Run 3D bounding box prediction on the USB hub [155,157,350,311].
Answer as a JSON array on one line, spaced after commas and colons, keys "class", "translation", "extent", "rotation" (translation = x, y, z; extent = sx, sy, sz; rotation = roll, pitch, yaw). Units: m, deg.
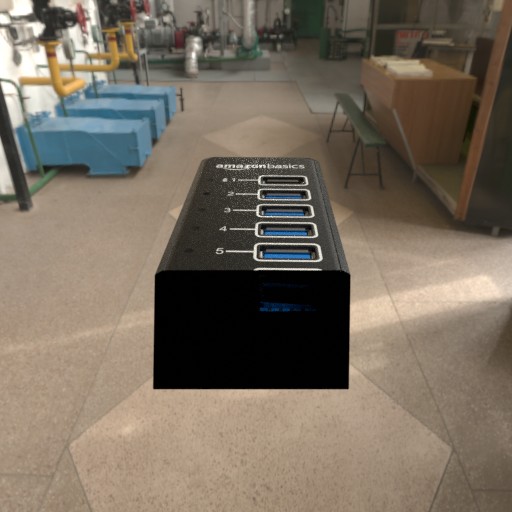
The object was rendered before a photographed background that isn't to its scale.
[{"class": "USB hub", "translation": [0.000, 0.000, 0.128], "extent": [0.044, 0.023, 0.110], "rotation": [1, 31, 1]}]
